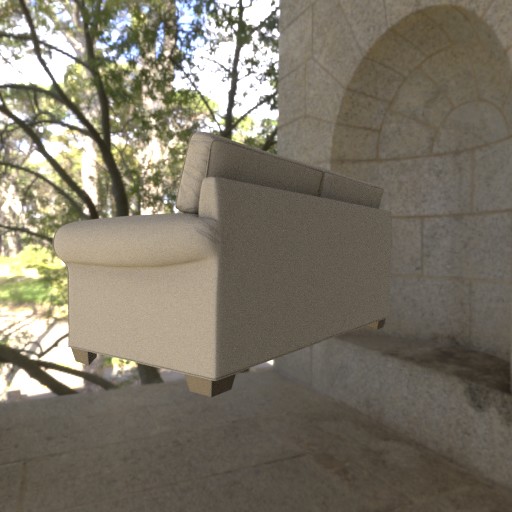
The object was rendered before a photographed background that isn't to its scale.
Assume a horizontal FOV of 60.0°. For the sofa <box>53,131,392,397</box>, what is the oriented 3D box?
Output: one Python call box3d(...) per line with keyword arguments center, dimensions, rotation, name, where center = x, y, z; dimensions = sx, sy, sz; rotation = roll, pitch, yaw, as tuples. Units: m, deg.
box3d(center=(0.000, 0.000, 2.464), dimensions=(0.940, 0.952, 1.930), rotation=(1, 1, 36), name="sofa")
